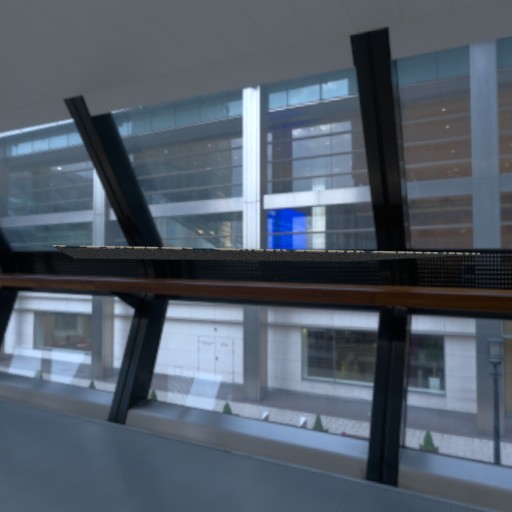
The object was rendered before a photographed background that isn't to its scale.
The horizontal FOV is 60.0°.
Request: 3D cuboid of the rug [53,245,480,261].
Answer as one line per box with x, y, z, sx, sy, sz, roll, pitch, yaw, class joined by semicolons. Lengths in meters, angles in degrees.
0.000;0.000;3.086;2.435;0.011;1.517;1;-2;-19;rug
